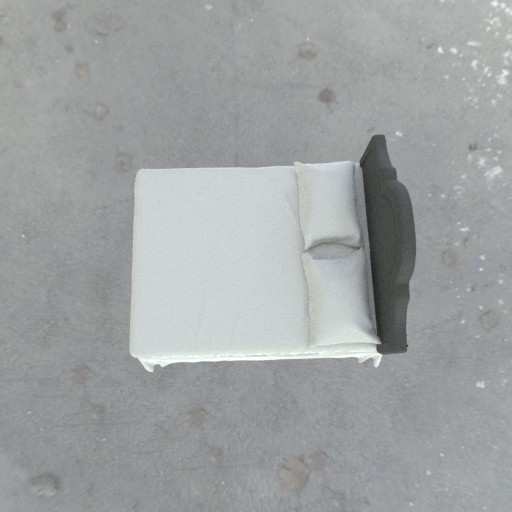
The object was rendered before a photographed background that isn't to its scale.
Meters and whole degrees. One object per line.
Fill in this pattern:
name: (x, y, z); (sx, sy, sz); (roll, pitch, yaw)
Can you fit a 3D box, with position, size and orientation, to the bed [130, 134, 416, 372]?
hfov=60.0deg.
bed: (0.000, 0.000, 3.507); (2.222, 1.634, 1.780); (-2, 76, 0)
